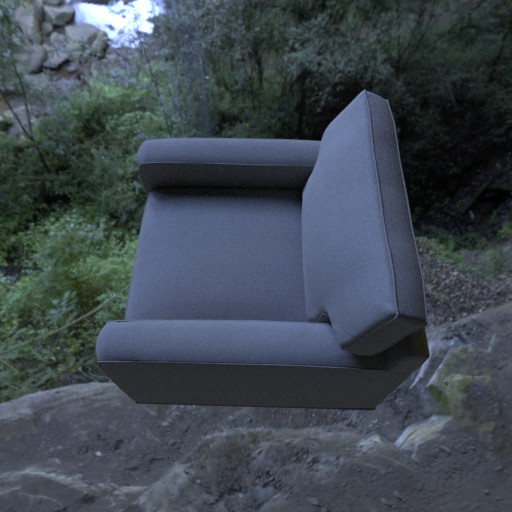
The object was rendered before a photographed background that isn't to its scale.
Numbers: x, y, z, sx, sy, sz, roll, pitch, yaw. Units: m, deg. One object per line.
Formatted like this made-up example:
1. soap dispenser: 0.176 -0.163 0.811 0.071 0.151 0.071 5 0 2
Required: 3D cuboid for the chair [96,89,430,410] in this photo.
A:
1. chair: 0.000 0.000 1.774 1.044 0.934 0.999 1 60 1
